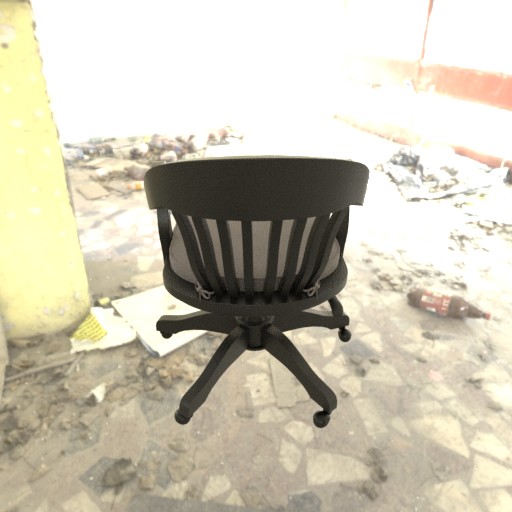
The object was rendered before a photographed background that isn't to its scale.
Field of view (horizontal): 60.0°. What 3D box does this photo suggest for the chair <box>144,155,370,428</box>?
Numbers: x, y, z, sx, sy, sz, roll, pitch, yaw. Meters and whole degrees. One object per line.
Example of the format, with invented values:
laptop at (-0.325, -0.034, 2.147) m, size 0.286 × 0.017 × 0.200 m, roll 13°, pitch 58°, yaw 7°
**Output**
chair at (0.000, 0.000, 1.429) m, size 0.750 × 0.878 × 0.788 m, roll -1°, pitch 29°, yaw -2°
